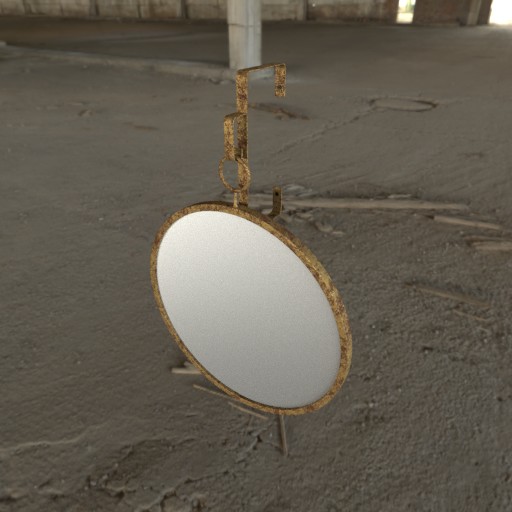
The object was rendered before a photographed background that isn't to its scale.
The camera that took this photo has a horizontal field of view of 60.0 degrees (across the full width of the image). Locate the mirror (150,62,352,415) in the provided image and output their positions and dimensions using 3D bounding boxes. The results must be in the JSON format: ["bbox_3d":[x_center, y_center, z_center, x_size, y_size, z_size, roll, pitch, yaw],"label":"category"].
[{"bbox_3d":[0.000,0.000,0.825,0.447,0.651,0.144,19,35,29],"label":"mirror"}]
